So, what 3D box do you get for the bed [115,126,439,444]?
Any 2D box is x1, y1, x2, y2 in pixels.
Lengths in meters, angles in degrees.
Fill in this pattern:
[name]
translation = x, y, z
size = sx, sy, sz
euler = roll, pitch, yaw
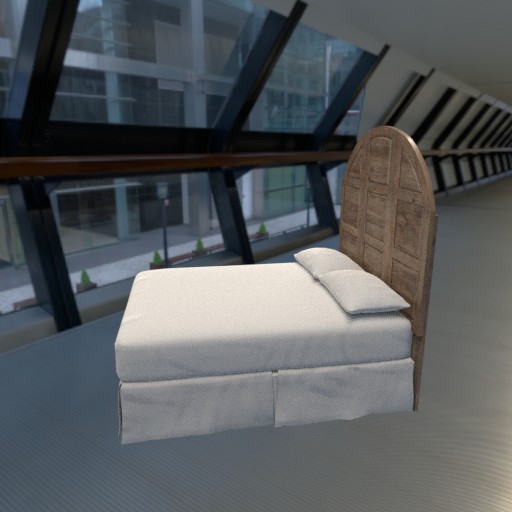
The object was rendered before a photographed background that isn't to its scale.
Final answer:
[bed]
translation = 0.000, 0.000, 3.541
size = 2.112, 2.002, 1.713
euler = -2, 15, -9
